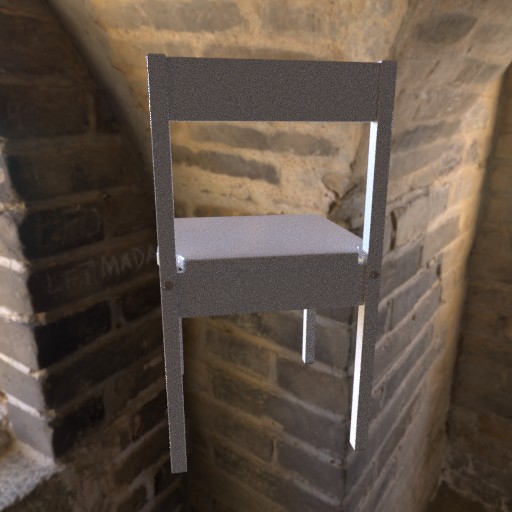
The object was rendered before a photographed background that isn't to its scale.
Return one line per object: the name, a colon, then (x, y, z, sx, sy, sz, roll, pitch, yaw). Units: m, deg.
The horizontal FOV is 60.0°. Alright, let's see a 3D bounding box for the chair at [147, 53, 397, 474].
chair: (0.000, 0.000, 0.871, 0.367, 0.668, 0.361, -3, 16, -10)
